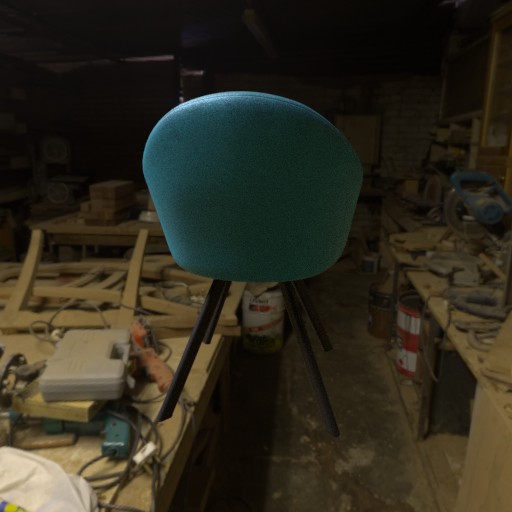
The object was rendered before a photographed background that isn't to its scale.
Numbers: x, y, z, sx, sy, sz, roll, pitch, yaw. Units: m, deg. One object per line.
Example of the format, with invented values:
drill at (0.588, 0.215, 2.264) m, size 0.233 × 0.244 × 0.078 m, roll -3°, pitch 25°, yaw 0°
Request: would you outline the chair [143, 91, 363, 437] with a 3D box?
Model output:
chair at (0.000, 0.000, 1.185) m, size 0.540 × 0.780 × 0.570 m, roll 2°, pitch 15°, yaw 7°
